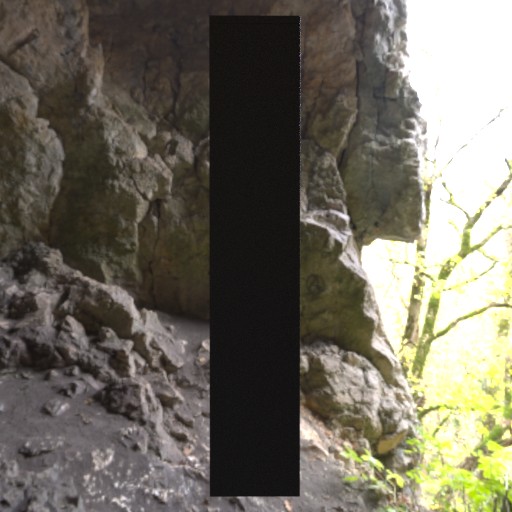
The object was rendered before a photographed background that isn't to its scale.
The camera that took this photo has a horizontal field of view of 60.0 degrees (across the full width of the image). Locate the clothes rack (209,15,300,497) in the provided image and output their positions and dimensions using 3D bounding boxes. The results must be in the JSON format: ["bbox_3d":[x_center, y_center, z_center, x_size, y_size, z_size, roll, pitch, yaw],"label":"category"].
[{"bbox_3d":[0.000,0.000,1.553,0.250,1.280,0.750,0,1,0],"label":"clothes rack"}]
